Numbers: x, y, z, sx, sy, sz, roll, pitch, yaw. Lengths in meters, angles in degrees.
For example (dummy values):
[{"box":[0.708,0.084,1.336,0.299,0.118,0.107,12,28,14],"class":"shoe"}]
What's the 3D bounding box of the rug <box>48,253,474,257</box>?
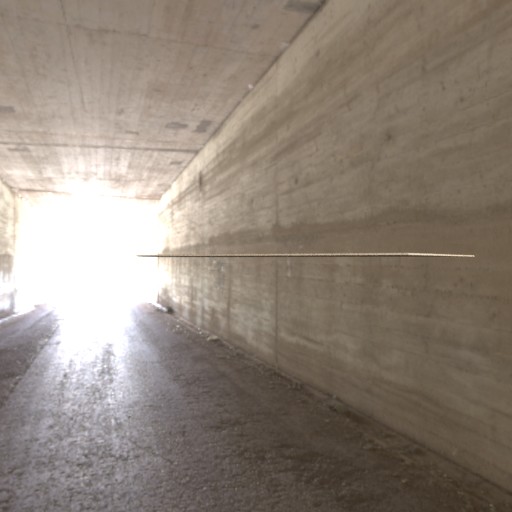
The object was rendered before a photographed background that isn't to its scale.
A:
[{"box":[0.000,0.000,2.979,2.440,0.008,1.524,0,0,35],"class":"rug"}]
